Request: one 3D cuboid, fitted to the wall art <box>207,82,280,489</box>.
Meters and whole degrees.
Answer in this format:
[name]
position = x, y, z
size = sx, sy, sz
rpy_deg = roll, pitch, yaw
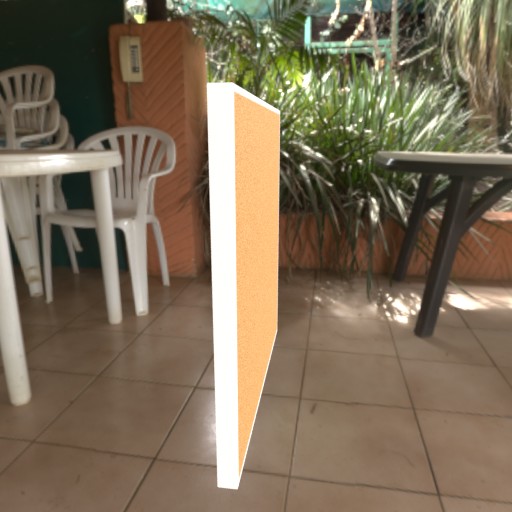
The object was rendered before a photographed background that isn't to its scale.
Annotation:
[wall art]
position = 0.000, 0.000, 1.159
size = 0.041, 0.765, 0.768
rpy_deg = 2, 15, 8
